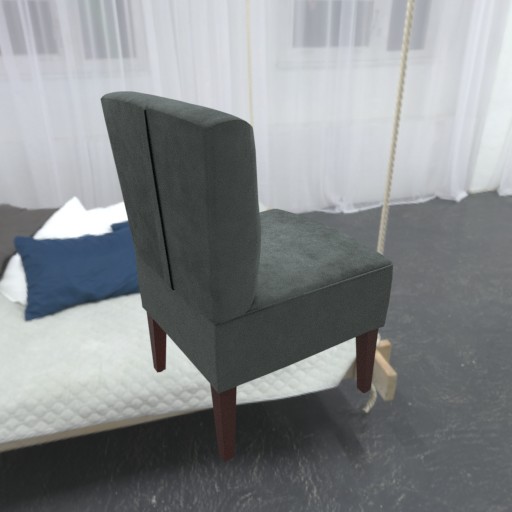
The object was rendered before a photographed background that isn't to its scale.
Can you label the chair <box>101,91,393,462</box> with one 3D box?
[{"bbox_3d":[0.000,0.000,1.147,0.554,0.806,0.521,-17,30,-31],"label":"chair"}]
